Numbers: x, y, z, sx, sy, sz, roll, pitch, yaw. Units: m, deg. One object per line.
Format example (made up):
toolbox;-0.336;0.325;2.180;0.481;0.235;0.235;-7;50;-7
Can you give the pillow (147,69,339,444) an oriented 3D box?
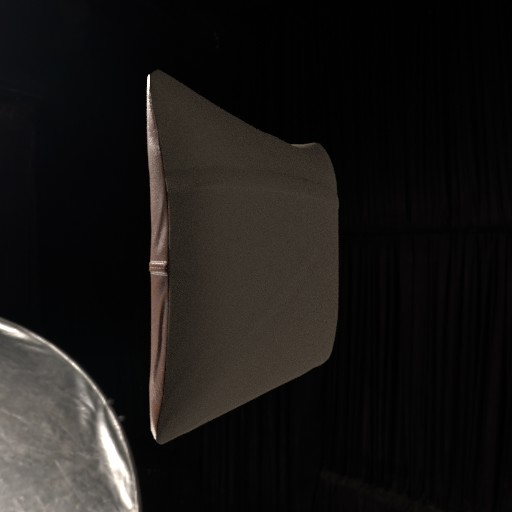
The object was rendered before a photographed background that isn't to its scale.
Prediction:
pillow;0.000;0.000;0.746;0.192;0.470;0.484;1;1;34
